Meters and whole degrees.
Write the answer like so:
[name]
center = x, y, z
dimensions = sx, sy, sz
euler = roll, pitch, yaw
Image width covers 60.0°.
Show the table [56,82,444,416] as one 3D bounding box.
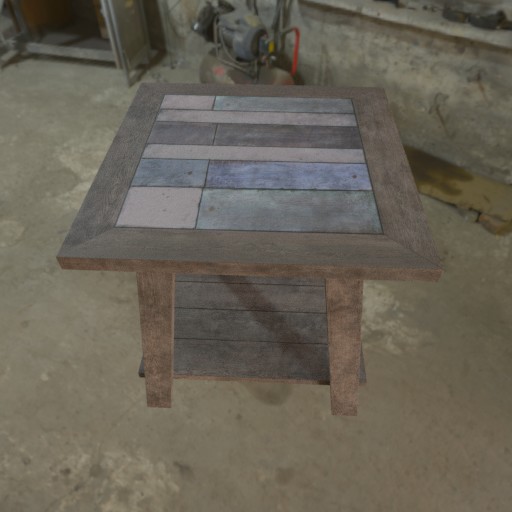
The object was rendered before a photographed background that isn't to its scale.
[table]
center = 0.000, 0.000, 1.125
dimensions = 0.610, 0.610, 0.610
euler = 2, 47, 2
